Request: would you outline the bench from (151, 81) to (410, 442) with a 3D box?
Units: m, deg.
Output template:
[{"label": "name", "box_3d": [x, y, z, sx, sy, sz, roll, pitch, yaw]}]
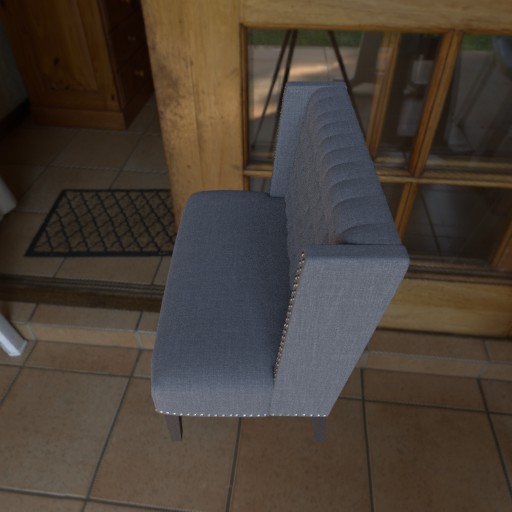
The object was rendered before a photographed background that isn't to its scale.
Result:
[{"label": "bench", "box_3d": [0.000, 0.000, 2.028, 0.842, 1.121, 1.276, 0, 42, 0]}]
